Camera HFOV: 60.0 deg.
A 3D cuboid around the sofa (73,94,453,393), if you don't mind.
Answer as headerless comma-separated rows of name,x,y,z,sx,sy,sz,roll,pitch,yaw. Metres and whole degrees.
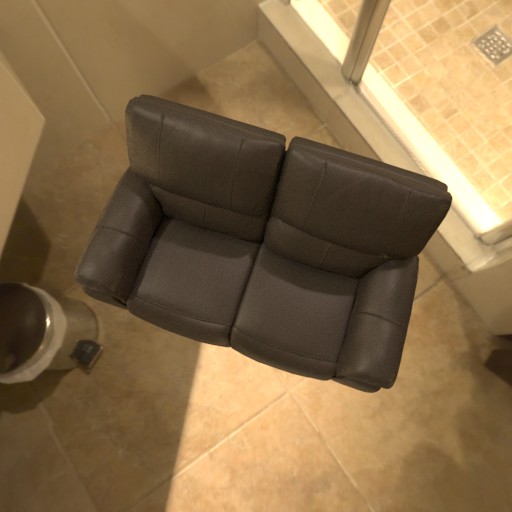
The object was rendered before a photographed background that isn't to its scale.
sofa,0.000,0.000,2.505,1.765,1.111,1.104,18,78,4
